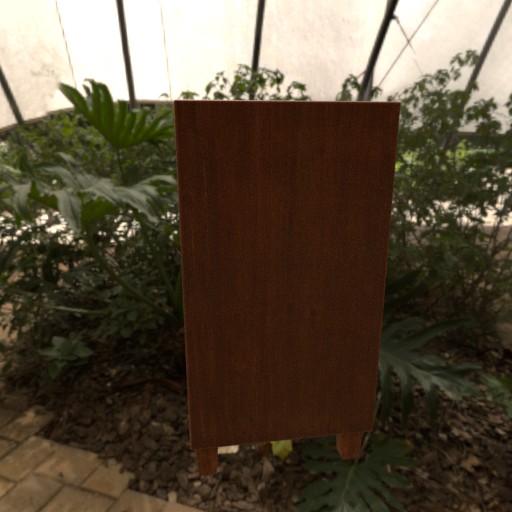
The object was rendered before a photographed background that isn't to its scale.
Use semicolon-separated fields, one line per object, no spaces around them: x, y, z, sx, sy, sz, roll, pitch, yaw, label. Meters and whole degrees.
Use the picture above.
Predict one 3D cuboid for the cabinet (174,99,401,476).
0.000;0.000;1.252;0.412;0.785;0.796;-2;16;-8;cabinet
